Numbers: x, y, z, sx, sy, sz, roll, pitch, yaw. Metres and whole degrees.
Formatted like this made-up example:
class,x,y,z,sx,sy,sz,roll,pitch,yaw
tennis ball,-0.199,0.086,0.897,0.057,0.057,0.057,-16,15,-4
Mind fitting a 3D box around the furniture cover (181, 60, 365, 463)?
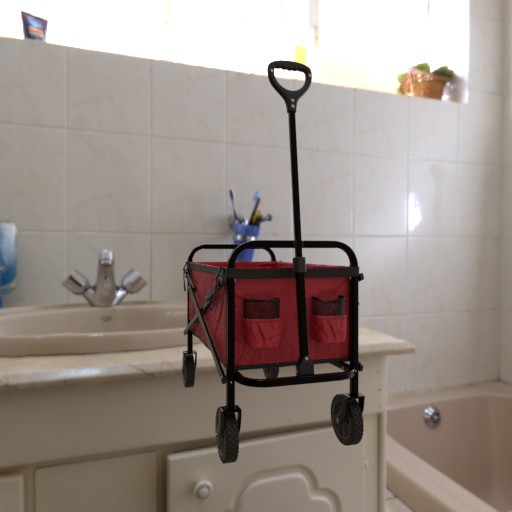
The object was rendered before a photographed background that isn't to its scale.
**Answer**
class,x,y,z,sx,sy,sz,roll,pitch,yaw
furniture cover,0.000,0.000,1.825,0.532,1.295,1.038,0,1,-17
